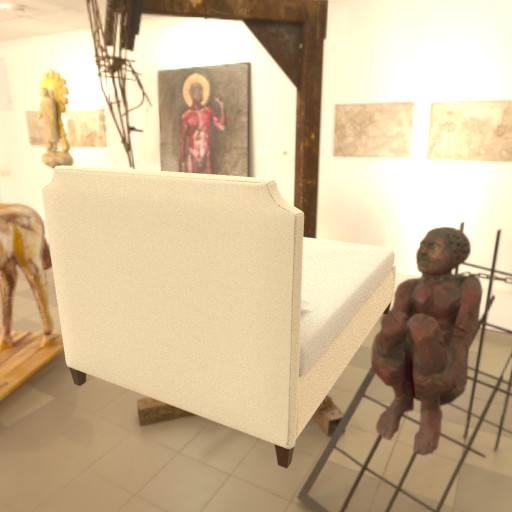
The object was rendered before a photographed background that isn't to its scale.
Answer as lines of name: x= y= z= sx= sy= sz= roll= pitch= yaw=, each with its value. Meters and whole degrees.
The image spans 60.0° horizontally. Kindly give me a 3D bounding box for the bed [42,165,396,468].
bed: x=0.000 y=0.000 z=3.426 sx=1.712 sy=1.497 sz=2.372 roll=9 pitch=19 yaw=28
